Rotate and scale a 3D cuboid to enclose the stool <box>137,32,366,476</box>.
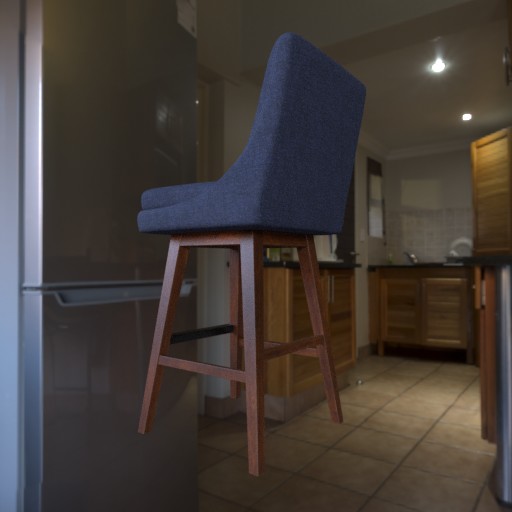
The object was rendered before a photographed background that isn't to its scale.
[{"bbox_3d":[0.000,0.000,1.368,0.572,1.068,0.489,0,-1,37],"label":"stool"}]
